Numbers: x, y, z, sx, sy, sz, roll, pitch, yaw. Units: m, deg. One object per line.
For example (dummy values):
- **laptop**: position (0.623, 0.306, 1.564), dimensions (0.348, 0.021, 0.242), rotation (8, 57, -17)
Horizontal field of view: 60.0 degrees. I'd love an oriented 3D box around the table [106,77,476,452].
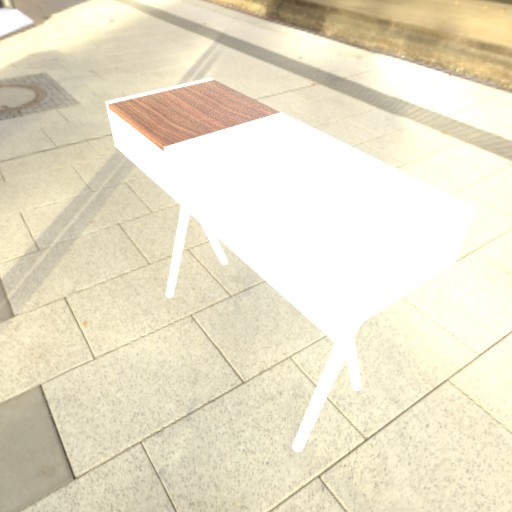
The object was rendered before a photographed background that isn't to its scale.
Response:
- **table**: position (0.000, 0.000, 1.440), dimensions (0.418, 0.785, 1.066), rotation (-25, 46, -27)
